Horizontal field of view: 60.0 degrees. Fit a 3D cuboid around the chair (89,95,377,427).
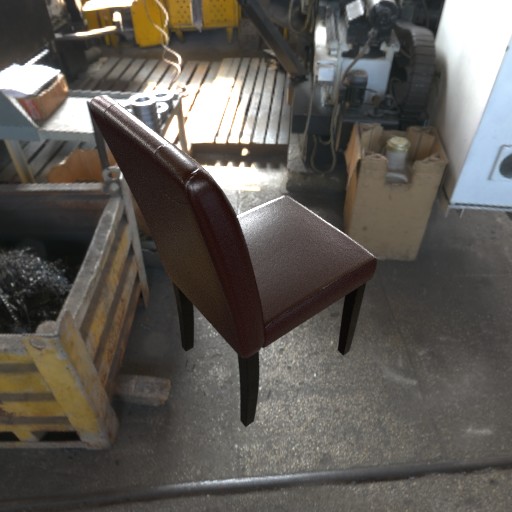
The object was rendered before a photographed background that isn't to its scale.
[{"bbox_3d":[0.000,0.000,1.182,0.556,0.897,0.399,-28,49,-27],"label":"chair"}]
